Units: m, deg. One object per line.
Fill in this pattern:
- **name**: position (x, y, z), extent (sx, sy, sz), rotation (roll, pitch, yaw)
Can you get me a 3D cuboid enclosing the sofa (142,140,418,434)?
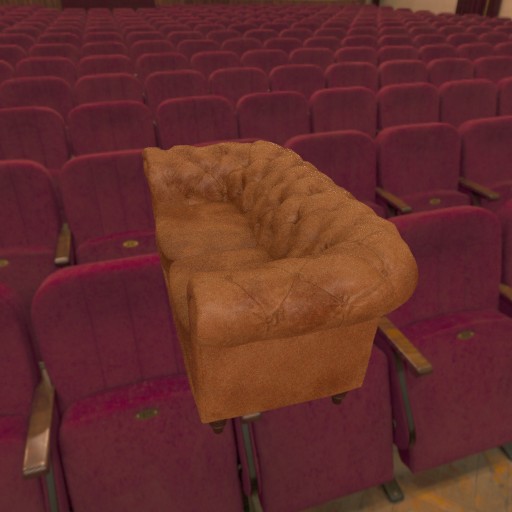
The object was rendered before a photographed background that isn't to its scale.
- **sofa**: position (0.000, 0.000, 2.508), extent (1.042, 0.877, 1.979), rotation (-8, 30, -15)
